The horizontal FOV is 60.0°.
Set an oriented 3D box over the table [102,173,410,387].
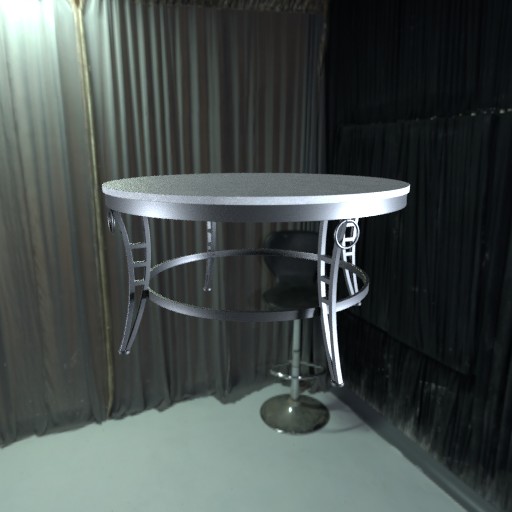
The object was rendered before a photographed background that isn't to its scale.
[{"bbox_3d":[0.000,0.000,1.407,0.889,0.470,0.889,0,14,0],"label":"table"}]
